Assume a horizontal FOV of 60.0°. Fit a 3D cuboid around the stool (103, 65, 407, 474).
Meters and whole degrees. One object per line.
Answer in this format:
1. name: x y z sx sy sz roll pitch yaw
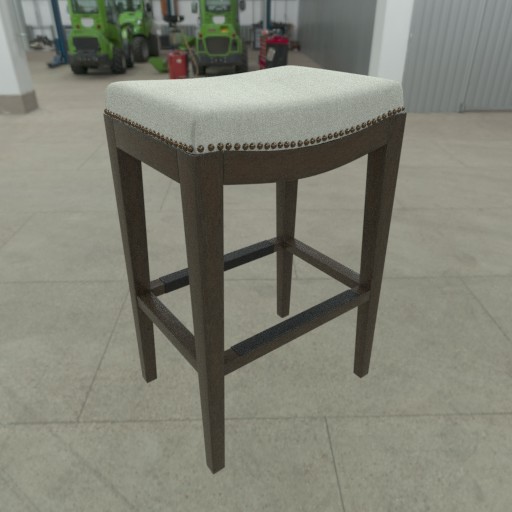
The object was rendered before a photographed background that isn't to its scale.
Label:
1. stool: 0.000 0.000 1.019 0.498 0.759 0.358 -20 35 -32
